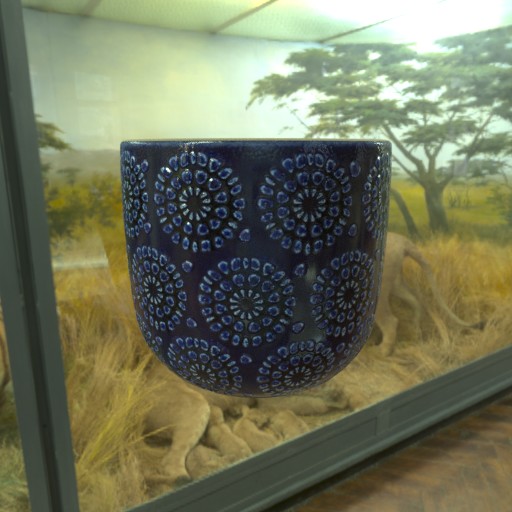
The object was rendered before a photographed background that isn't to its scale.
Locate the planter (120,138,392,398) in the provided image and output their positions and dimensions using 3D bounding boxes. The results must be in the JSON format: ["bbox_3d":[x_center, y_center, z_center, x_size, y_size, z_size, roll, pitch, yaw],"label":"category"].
[{"bbox_3d":[0.000,0.000,0.295,0.165,0.149,0.165,0,14,0],"label":"planter"}]
